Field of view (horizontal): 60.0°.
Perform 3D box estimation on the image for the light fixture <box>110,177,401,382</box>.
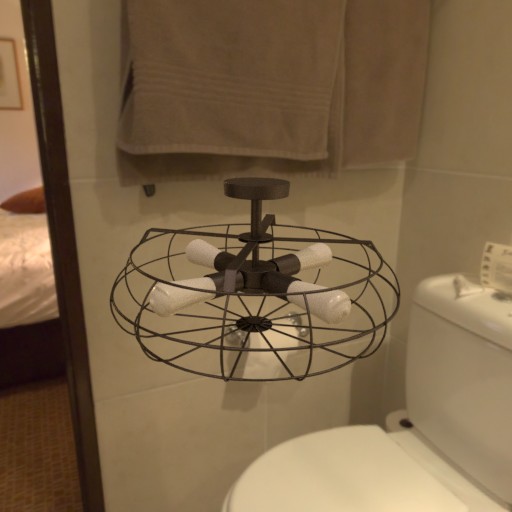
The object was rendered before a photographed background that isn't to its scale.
[{"bbox_3d":[0.000,0.000,0.919,0.582,0.311,0.582,0,16,0],"label":"light fixture"}]
